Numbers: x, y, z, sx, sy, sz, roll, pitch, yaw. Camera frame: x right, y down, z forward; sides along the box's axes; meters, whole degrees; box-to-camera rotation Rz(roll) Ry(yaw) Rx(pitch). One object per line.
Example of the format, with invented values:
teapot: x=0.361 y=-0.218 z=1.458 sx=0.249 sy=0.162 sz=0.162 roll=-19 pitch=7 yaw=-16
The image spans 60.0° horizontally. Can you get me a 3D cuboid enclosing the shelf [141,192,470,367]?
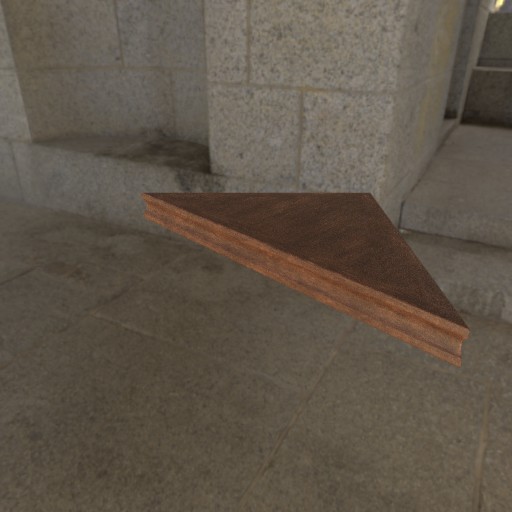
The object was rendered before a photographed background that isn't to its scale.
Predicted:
shelf: x=0.000 y=0.000 z=0.446 sx=0.296 sy=0.035 sz=0.296 roll=0 pitch=27 yaw=0
